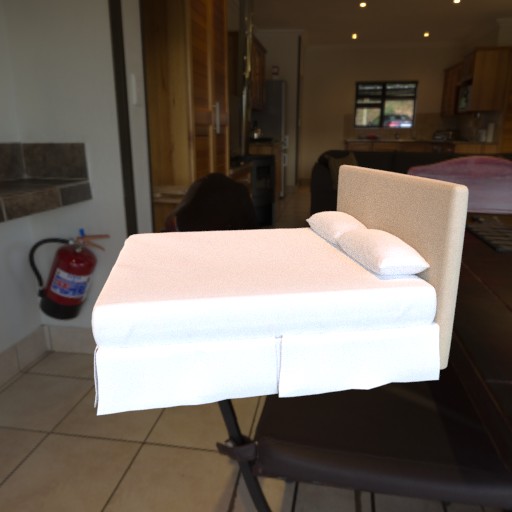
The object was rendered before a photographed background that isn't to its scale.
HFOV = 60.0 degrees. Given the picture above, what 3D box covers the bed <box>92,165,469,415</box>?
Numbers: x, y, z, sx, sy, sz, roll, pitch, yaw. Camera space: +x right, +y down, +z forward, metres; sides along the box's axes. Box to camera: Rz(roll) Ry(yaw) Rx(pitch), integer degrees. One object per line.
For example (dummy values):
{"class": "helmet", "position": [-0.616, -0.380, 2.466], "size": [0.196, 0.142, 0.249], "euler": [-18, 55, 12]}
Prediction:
{"class": "bed", "position": [0.000, 0.000, 3.589], "size": [2.319, 1.317, 2.119], "euler": [-2, 15, -9]}
